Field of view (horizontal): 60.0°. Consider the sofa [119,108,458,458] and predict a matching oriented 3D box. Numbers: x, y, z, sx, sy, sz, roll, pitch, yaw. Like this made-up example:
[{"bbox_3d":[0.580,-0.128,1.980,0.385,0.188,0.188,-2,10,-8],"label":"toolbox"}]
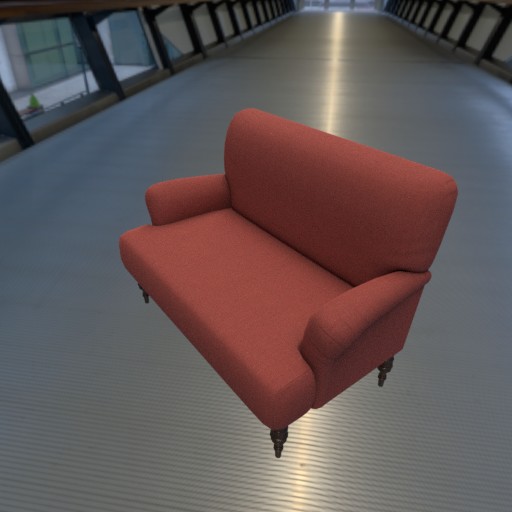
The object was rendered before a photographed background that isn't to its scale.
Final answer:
[{"bbox_3d":[0.000,0.000,1.838,0.779,0.889,1.297,-21,38,-30],"label":"sofa"}]
